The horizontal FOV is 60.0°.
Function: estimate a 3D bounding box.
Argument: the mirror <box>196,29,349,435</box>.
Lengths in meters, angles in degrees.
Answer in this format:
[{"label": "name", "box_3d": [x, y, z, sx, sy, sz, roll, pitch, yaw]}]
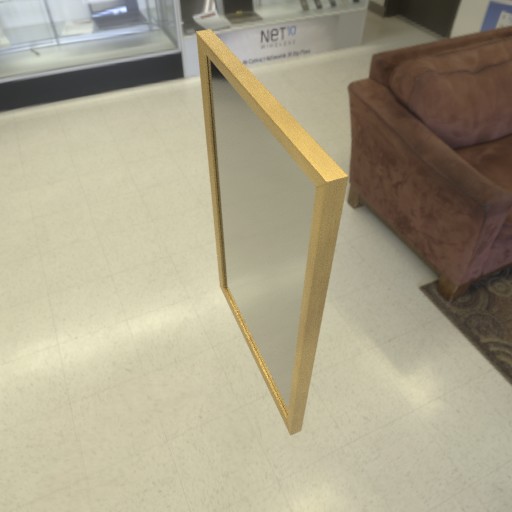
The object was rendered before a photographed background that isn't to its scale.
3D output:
[{"label": "mirror", "box_3d": [0.000, 0.000, 1.156, 0.040, 0.915, 0.609, -17, 49, -15]}]
